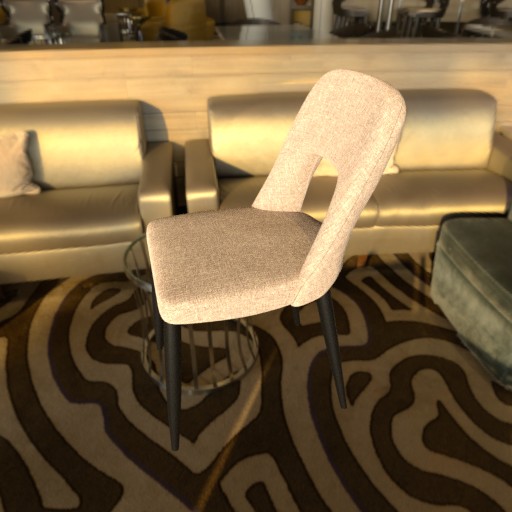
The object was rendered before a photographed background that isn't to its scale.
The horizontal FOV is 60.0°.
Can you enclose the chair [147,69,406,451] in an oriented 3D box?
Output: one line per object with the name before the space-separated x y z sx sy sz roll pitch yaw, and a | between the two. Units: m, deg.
chair | 0.000 0.000 1.242 0.612 0.931 0.470 -9 32 -14
